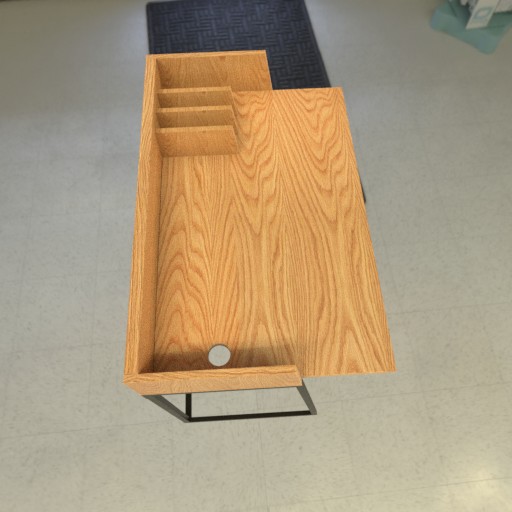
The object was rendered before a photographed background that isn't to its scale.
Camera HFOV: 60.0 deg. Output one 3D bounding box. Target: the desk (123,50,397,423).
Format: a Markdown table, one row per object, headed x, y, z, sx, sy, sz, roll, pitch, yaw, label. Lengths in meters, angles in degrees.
| x | y | z | sx | sy | sz | roll | pitch | yaw | label |
| --- | --- | --- | --- | --- | --- | --- | --- | --- | --- |
| 0.000 | 0.000 | 1.872 | 0.769 | 1.061 | 1.191 | -3 | 64 | -1 | desk |
